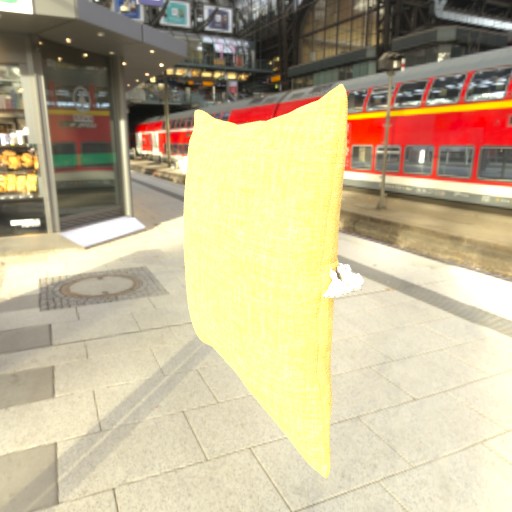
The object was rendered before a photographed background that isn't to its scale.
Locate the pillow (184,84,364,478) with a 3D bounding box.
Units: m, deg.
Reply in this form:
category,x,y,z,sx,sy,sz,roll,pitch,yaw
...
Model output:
category,x,y,z,sx,sy,sz,roll,pitch,yaw
pillow,0.000,0.000,0.729,0.167,0.481,0.485,-7,16,-26
